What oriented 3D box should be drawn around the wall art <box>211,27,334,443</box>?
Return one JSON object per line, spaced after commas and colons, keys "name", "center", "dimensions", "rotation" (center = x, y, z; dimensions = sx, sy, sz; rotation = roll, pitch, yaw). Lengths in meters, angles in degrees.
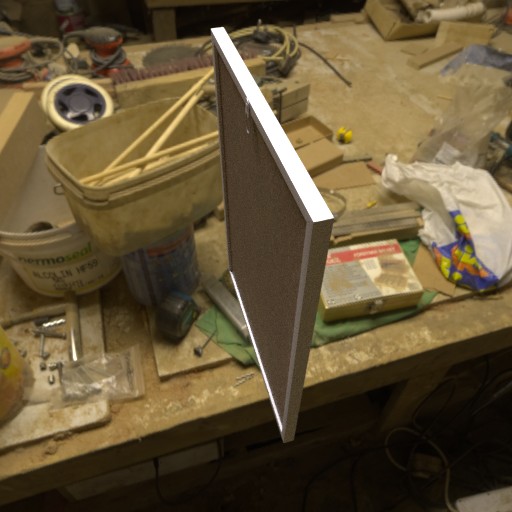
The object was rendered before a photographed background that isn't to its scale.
{"name": "wall art", "center": [0.000, 0.000, 1.383], "dimensions": [0.042, 1.056, 0.805], "rotation": [-12, 50, -10]}
